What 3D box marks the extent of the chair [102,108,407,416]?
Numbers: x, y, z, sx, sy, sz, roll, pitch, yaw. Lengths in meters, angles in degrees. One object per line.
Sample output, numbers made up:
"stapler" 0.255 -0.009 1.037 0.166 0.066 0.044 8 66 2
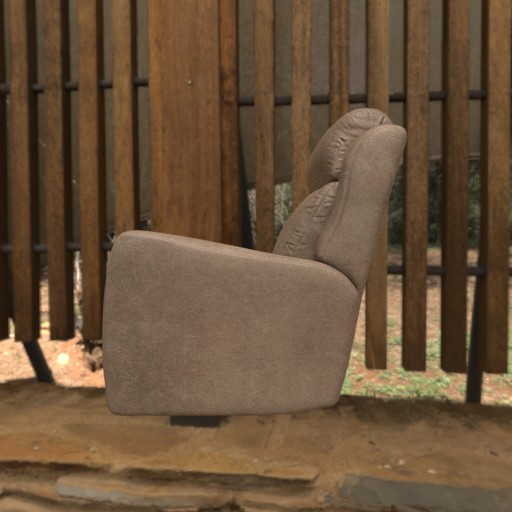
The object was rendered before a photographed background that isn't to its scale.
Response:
"chair" 0.000 0.000 1.957 1.068 1.116 0.967 0 1 1
